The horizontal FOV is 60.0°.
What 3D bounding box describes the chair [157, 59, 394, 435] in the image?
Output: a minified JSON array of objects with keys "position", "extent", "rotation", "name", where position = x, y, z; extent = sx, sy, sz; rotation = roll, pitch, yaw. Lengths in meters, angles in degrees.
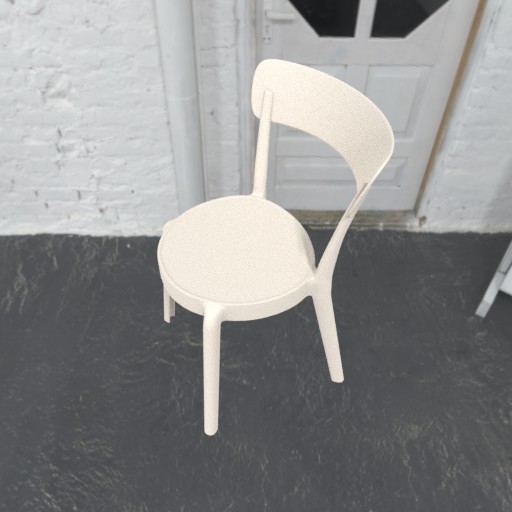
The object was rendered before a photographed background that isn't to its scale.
[{"position":[0.000,0.000,1.148],"extent":[0.491,0.790,0.506],"rotation":[-17,47,-17],"name":"chair"}]
